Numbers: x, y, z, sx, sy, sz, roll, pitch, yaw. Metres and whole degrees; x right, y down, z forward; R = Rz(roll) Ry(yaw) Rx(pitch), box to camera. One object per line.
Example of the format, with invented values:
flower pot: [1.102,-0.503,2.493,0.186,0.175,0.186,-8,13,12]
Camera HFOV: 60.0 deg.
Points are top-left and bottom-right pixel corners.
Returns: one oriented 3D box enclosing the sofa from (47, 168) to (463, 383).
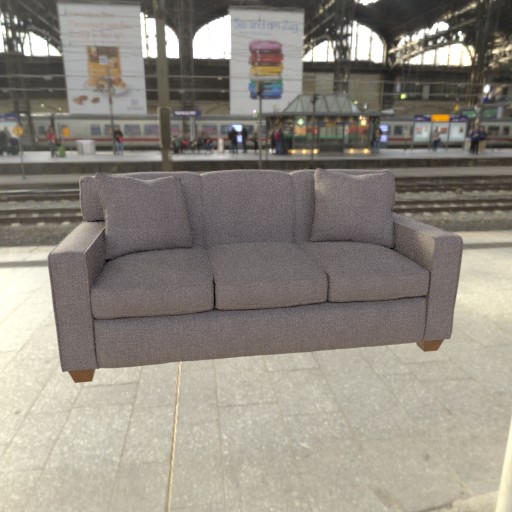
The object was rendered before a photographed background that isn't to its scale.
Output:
sofa: [0.000,0.000,2.562,2.024,0.958,0.997,-3,15,-10]
